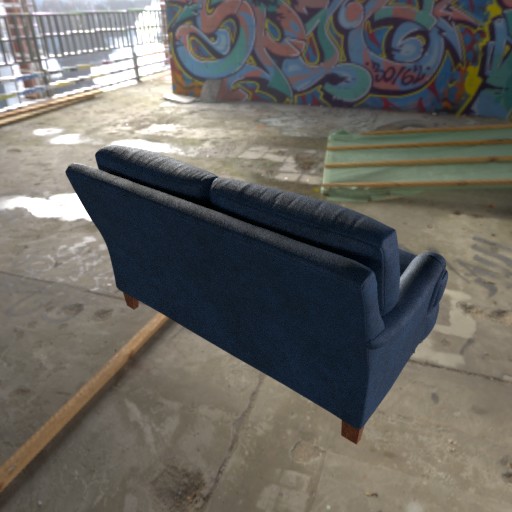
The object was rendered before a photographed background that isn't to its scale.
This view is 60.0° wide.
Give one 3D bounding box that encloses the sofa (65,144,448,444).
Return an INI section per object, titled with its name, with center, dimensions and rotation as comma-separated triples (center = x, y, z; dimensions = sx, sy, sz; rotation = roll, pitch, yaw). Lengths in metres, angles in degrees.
[sofa]
center = 0.000, 0.000, 2.472
dimensions = 1.853, 1.101, 1.084
rotation = 22, 37, 33
